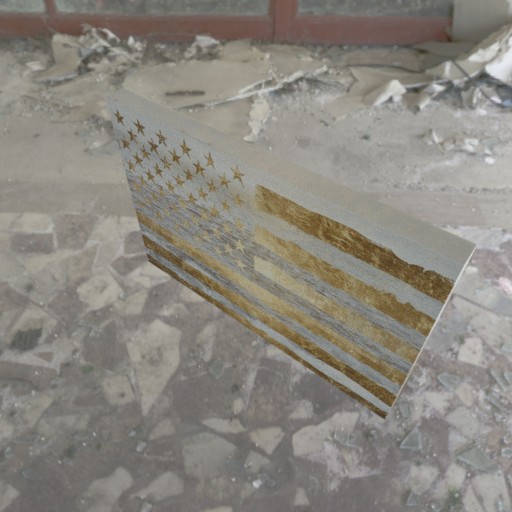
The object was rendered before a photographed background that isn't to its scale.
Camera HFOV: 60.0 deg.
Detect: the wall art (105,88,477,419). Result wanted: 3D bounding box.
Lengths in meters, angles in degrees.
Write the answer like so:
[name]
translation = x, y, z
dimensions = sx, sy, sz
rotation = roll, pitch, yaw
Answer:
[wall art]
translation = 0.000, 0.000, 0.766
dimensions = 0.606, 0.407, 0.041
rotation = 30, 54, 25
